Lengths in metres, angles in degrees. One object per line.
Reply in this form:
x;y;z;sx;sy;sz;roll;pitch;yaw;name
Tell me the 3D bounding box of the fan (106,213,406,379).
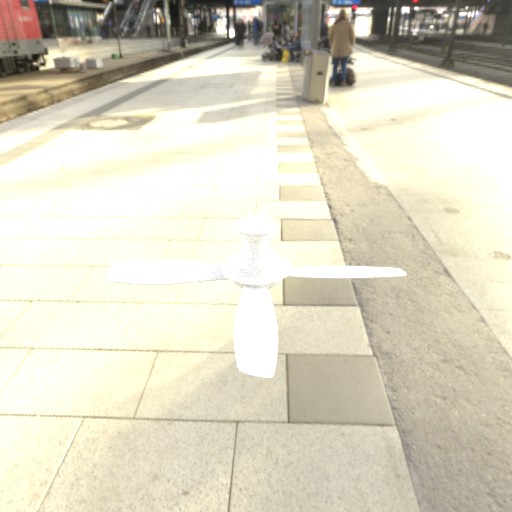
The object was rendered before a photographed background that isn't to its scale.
0.000;0.000;2.488;1.693;0.382;1.694;0;28;0;fan
